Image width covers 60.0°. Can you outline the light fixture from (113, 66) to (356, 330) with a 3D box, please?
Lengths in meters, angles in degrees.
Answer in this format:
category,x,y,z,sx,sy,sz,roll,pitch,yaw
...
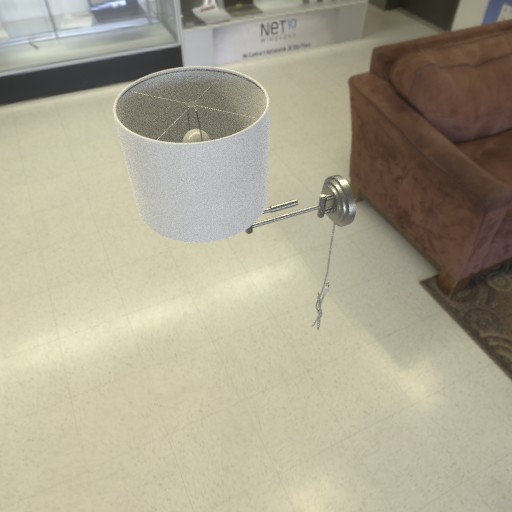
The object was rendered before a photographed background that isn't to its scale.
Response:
category,x,y,z,sx,sy,sz,roll,pitch,yaw
light fixture,0.000,0.000,1.060,0.479,0.842,0.253,-17,50,-15
